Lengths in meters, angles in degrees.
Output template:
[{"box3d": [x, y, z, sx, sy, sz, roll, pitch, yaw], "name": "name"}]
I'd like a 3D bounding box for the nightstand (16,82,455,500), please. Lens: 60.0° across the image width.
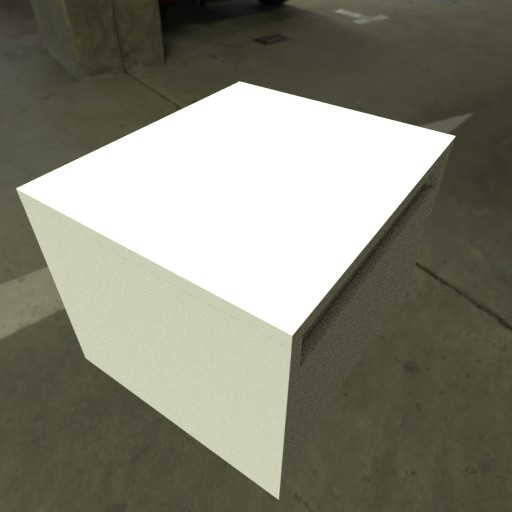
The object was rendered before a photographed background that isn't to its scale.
[{"box3d": [0.000, 0.000, 0.728, 0.408, 0.351, 0.470, 25, 46, 26], "name": "nightstand"}]
